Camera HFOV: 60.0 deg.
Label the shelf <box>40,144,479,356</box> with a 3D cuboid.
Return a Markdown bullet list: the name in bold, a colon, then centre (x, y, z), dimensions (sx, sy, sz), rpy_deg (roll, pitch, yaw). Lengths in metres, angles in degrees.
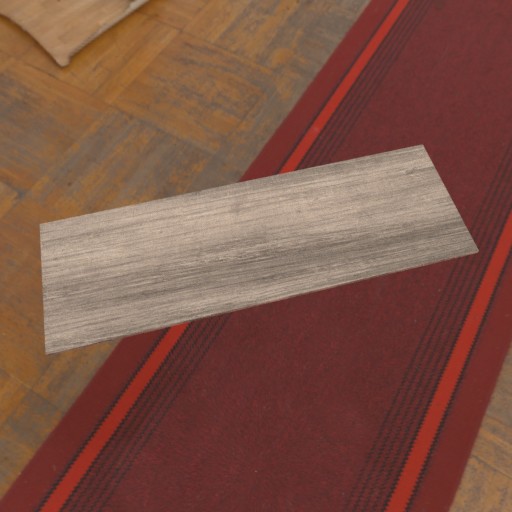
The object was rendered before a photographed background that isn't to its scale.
- **shelf**: centre (0.000, 0.000, 0.701), dimensions (0.610, 0.125, 0.200), rpy_deg (-13, 65, -6)
